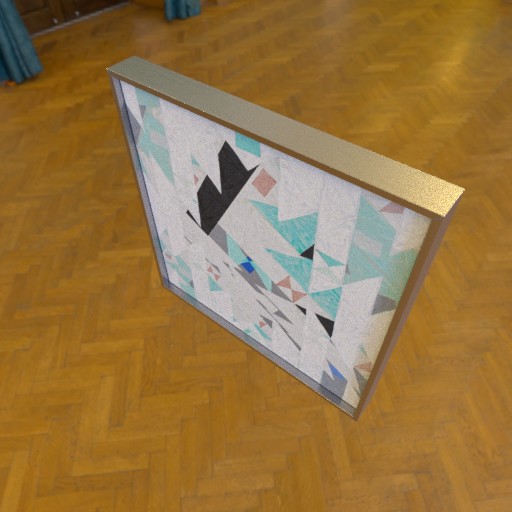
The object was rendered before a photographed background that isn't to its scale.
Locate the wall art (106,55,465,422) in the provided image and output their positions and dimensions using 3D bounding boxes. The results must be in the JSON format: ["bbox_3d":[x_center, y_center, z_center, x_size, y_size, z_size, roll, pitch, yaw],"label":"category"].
[{"bbox_3d":[0.000,0.000,0.508,0.350,0.350,0.038,30,55,24],"label":"wall art"}]
